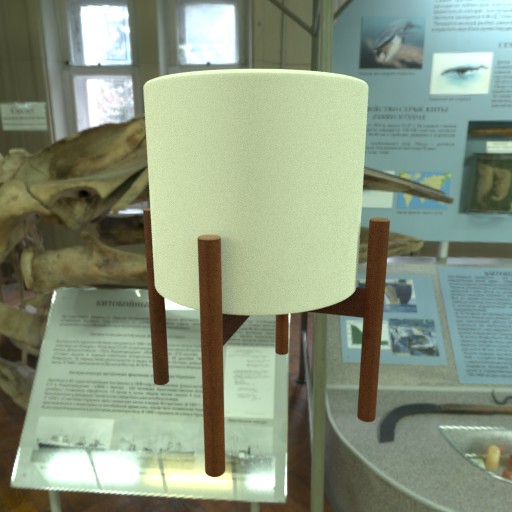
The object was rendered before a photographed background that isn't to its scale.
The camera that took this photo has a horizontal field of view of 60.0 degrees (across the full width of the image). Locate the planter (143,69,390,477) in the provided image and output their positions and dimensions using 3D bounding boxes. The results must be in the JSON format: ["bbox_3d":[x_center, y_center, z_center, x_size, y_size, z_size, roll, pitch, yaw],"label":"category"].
[{"bbox_3d":[0.000,0.000,0.497,0.224,0.358,0.224,-7,16,-27],"label":"planter"}]
